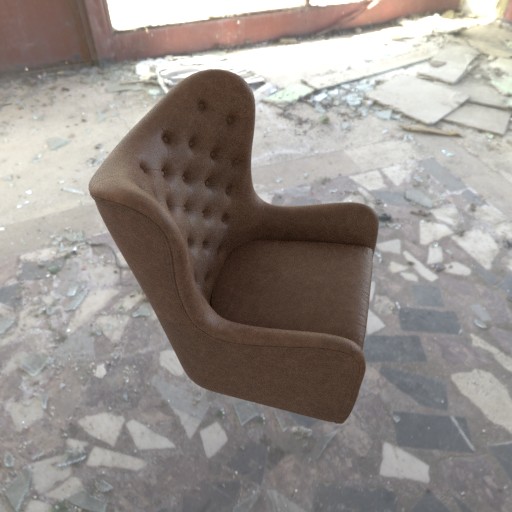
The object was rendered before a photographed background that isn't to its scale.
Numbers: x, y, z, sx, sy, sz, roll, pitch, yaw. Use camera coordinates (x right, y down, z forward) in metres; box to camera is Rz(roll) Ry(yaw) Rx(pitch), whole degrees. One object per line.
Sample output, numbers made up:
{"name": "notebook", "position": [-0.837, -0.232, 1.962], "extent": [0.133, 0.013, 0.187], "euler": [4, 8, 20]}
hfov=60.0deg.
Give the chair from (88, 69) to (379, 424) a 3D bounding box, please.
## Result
{"name": "chair", "position": [0.000, 0.000, 1.712], "extent": [0.930, 1.079, 0.831], "euler": [10, 46, 10]}
